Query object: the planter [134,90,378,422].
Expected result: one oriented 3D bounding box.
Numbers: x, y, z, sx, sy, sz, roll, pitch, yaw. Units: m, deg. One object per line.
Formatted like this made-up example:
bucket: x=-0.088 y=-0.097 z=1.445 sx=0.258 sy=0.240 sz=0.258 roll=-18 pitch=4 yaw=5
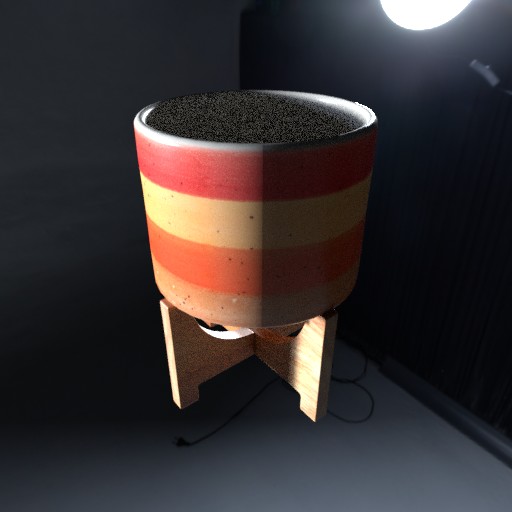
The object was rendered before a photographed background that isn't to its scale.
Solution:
planter: x=0.000 y=0.000 z=0.421 sx=0.199 sy=0.268 sz=0.199 roll=0 pitch=30 yaw=0
